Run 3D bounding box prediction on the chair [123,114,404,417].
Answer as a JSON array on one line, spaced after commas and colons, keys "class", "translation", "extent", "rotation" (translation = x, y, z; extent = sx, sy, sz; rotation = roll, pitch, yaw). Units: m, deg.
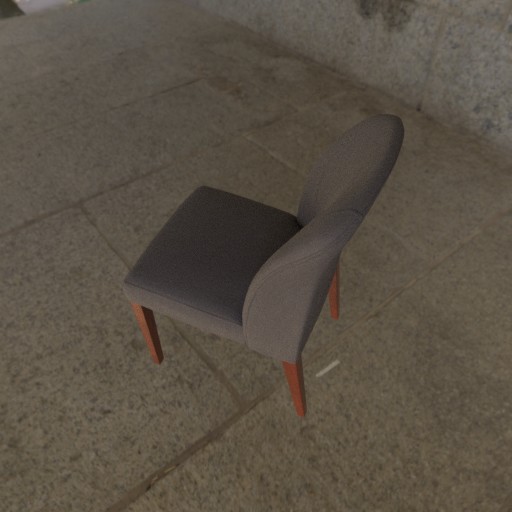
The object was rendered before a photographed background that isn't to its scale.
[{"class": "chair", "translation": [0.000, 0.000, 1.275], "extent": [0.619, 0.879, 0.506], "rotation": [16, 49, 15]}]
